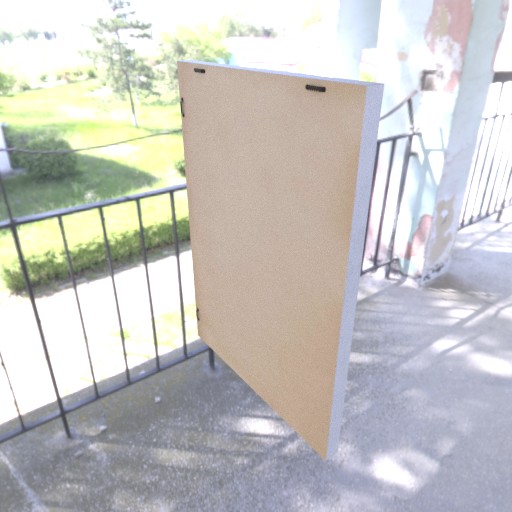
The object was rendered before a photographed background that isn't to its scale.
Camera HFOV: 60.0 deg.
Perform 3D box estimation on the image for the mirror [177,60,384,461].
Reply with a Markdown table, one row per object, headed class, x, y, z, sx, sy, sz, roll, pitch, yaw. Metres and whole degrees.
| class | x | y | z | sx | sy | sz | roll | pitch | yaw |
| --- | --- | --- | --- | --- | --- | --- | --- | --- | --- |
| mirror | 0.000 | 0.000 | 0.913 | 0.039 | 0.710 | 0.507 | -19 | 33 | -32 |
